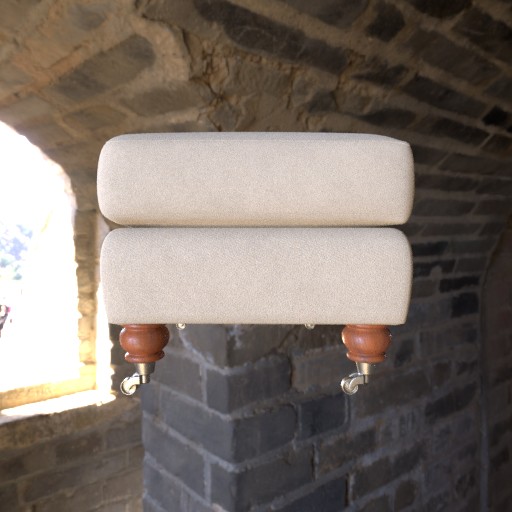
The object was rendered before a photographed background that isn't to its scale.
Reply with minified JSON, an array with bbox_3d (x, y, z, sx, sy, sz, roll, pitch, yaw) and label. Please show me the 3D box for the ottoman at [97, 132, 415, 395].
[{"bbox_3d":[0.000,0.000,1.137,0.569,0.504,0.773,0,2,0],"label":"ottoman"}]
